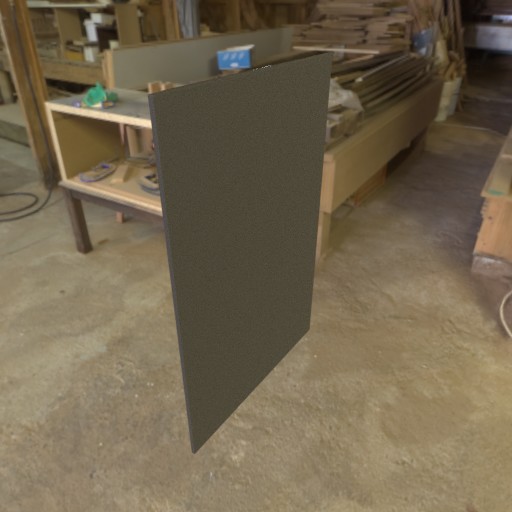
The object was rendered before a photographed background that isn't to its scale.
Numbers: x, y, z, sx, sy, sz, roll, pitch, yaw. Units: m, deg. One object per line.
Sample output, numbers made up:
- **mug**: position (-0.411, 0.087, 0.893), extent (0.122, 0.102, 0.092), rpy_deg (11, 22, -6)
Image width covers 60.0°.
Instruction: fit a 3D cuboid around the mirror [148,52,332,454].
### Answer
- **mirror**: position (0.000, 0.000, 1.157), extent (0.039, 0.914, 0.613), rpy_deg (21, 37, 30)
